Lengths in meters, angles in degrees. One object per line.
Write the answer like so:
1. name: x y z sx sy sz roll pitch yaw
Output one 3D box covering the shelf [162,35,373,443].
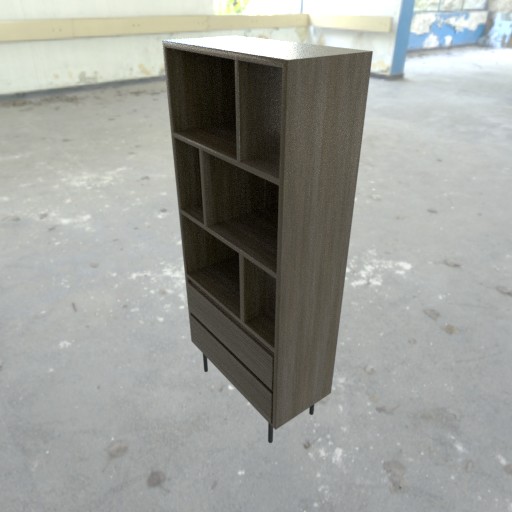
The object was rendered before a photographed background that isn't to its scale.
1. shelf: 0.000 0.000 1.791 0.323 1.545 0.670 -21 37 -32
